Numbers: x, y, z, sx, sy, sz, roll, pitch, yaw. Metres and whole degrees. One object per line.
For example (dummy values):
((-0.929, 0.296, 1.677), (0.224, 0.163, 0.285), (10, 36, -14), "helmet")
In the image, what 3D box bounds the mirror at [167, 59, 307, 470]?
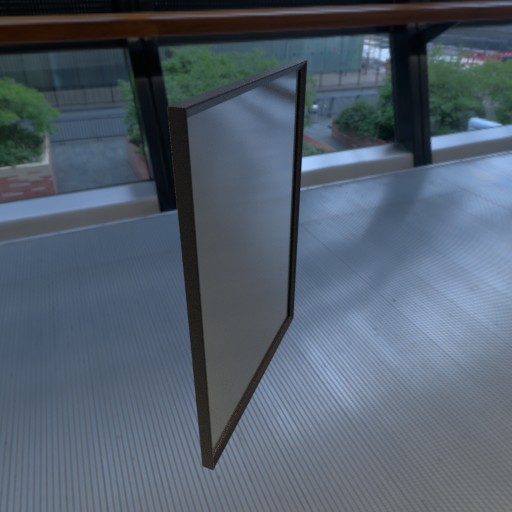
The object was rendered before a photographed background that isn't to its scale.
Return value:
((0.000, 0.000, 1.339), (0.041, 1.016, 0.762), (11, 32, 19), "mirror")
